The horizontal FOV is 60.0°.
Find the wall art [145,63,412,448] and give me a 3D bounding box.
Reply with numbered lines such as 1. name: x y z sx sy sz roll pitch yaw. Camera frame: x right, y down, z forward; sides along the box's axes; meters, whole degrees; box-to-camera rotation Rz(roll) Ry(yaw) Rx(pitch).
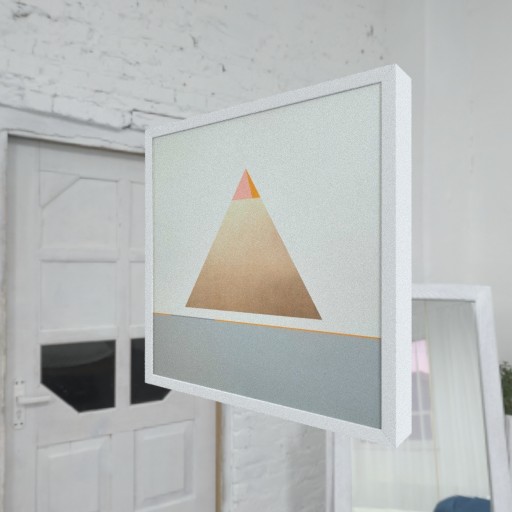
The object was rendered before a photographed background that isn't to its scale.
1. wall art: 0.000 0.000 0.457 0.305 0.304 0.038 0 0 37
